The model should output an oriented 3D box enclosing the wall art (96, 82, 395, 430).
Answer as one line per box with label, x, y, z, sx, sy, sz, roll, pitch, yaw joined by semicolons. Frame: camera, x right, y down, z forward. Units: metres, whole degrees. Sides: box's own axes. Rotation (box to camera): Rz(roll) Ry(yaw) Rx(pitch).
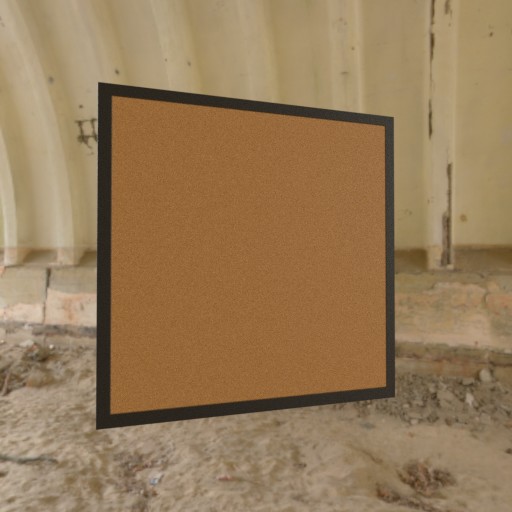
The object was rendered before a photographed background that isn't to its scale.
wall art;0.000;0.000;0.451;0.304;0.304;0.038;0;-1;-18
